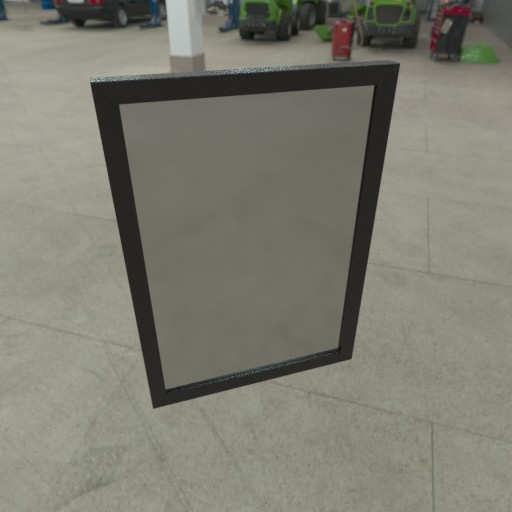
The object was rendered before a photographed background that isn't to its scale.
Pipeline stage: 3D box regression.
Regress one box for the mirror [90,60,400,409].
[{"bbox_3d":[0.000,0.000,0.902,0.507,0.710,0.040,-10,34,-15],"label":"mirror"}]
